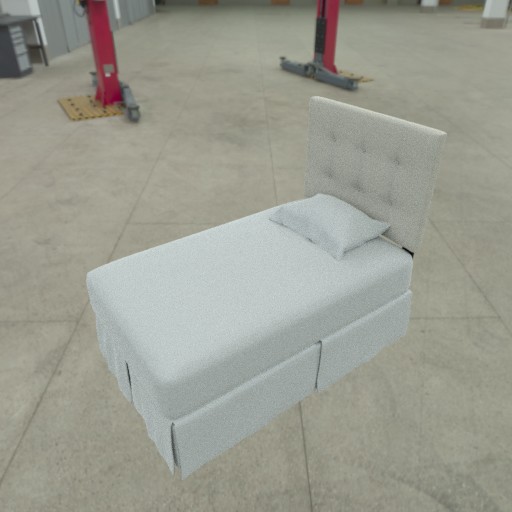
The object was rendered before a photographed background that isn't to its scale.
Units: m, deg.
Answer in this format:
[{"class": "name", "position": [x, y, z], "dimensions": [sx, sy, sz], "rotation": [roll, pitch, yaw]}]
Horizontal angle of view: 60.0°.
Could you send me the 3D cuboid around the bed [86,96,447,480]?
[{"class": "bed", "position": [0.000, 0.000, 2.912], "dimensions": [1.997, 1.571, 1.261], "rotation": [-21, 38, -30]}]
